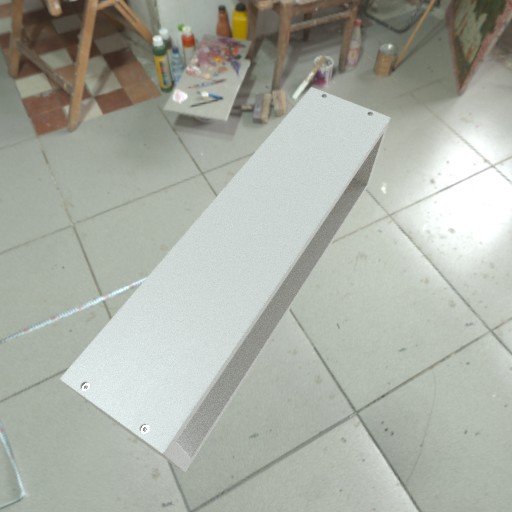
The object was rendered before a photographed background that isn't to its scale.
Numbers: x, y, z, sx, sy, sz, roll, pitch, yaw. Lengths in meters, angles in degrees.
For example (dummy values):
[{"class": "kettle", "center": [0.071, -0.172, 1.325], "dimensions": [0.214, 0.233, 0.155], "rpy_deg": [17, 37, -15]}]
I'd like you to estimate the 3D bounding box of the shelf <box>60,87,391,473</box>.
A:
[{"class": "shelf", "center": [0.000, 0.000, 0.694], "dimensions": [0.150, 0.170, 0.610], "rpy_deg": [28, 62, 16]}]
